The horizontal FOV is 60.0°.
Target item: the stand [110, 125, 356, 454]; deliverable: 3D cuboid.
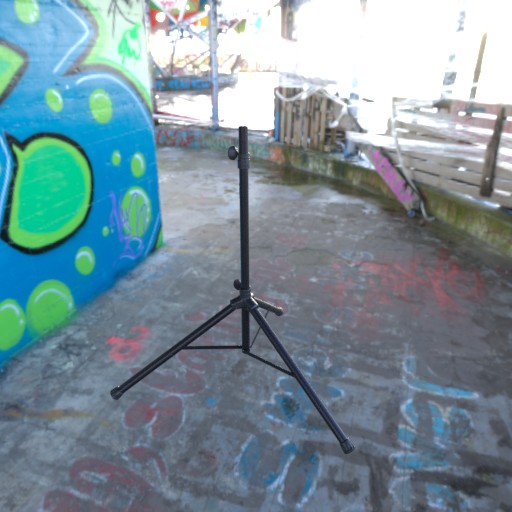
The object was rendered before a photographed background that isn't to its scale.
[{"bbox_3d":[0.000,0.000,1.917,1.045,1.136,0.907,8,26,16],"label":"stand"}]
